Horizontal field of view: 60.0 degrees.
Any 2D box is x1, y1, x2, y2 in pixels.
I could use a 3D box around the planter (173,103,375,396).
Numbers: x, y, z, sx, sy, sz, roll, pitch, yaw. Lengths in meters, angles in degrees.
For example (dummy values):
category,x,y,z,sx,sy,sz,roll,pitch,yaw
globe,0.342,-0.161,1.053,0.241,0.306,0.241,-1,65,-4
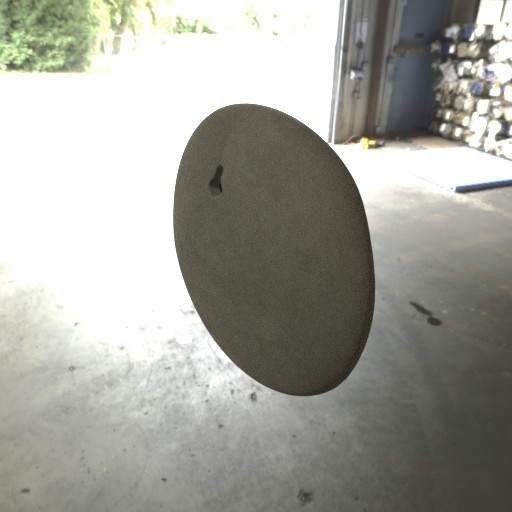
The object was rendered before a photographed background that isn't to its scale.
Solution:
category,x,y,z,sx,sy,sz,roll,pitch,yaw
planter,0.000,0.000,0.287,0.071,0.188,0.185,-19,33,-32
